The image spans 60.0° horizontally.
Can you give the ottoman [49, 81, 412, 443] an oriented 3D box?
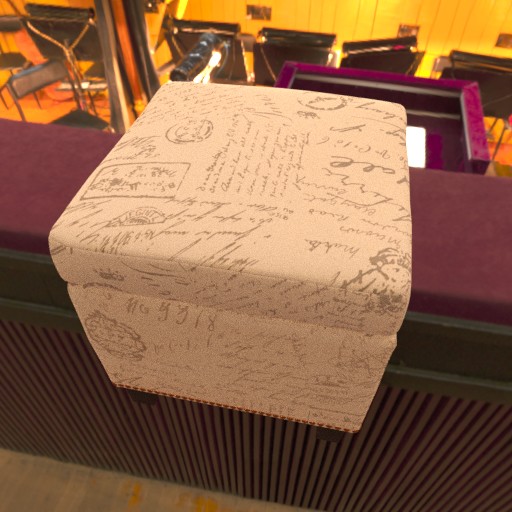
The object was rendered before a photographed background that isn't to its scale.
[{"bbox_3d":[0.000,0.000,0.797,0.449,0.457,0.450,8,47,8],"label":"ottoman"}]
